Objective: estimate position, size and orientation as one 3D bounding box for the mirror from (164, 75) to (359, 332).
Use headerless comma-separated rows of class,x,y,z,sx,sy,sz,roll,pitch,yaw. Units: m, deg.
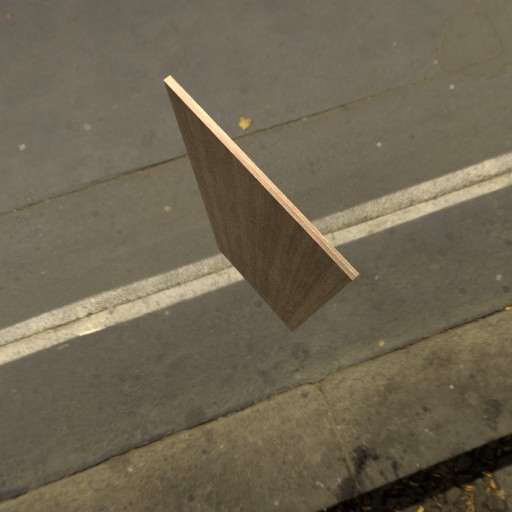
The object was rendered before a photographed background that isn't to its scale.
mirror,0.000,0.000,2.248,0.025,2.032,0.812,-41,80,-9
